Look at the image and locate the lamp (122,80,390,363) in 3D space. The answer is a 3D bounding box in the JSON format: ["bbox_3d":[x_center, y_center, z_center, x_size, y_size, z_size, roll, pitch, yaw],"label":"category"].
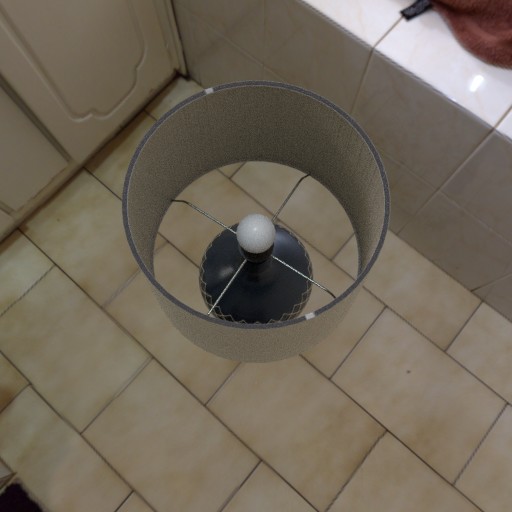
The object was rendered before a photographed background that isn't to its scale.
[{"bbox_3d":[0.000,0.000,0.795,0.376,0.540,0.376,0,74,0],"label":"lamp"}]
